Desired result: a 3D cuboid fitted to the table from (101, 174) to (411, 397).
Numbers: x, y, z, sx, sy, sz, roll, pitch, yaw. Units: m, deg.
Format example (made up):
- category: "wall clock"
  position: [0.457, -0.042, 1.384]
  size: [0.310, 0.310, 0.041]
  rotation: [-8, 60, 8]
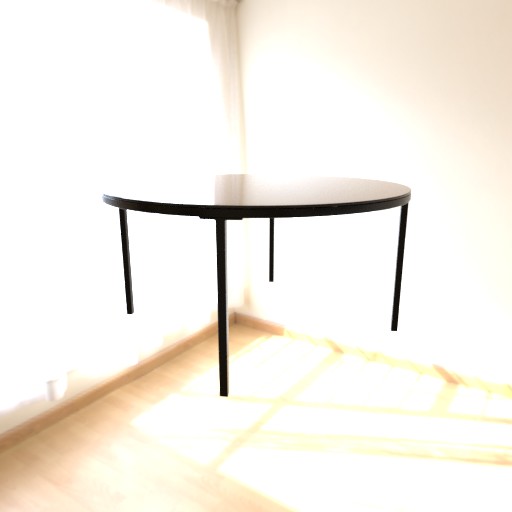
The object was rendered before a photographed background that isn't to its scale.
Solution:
- category: "table"
  position: [0.000, 0.000, 1.251]
  size: [0.800, 0.400, 0.800]
  rotation: [0, 15, 0]
